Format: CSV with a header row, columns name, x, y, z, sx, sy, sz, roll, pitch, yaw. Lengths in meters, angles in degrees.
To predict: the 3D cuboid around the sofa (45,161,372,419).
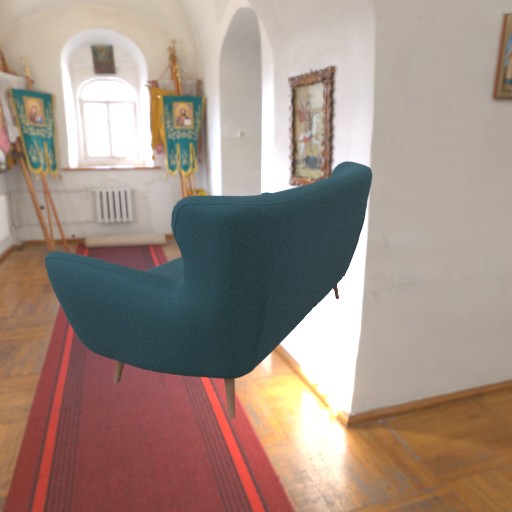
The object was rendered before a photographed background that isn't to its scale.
name,x,y,z,sx,sy,sz,roll,pitch,yaw
sofa,0.000,0.000,2.343,0.889,0.890,1.930,8,18,26
